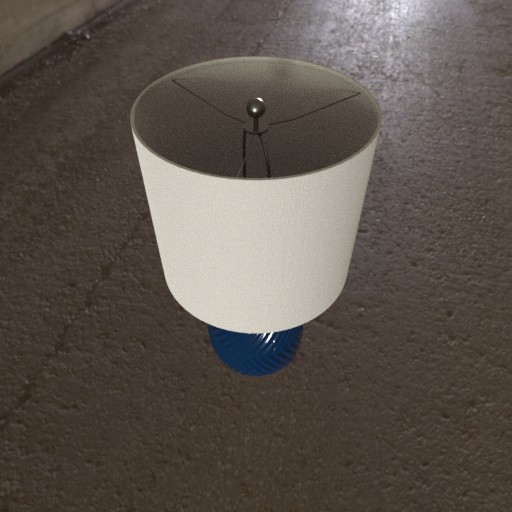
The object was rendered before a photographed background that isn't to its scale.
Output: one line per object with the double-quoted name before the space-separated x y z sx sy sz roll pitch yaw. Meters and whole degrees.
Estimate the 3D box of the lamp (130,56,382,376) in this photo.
"lamp" 0.000 0.000 0.493 0.203 0.368 0.203 -16 48 -15
